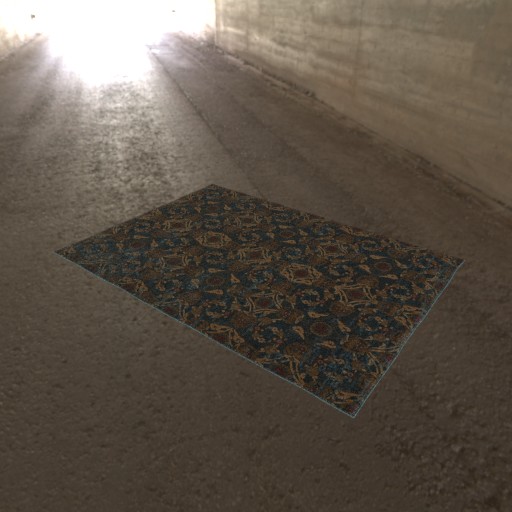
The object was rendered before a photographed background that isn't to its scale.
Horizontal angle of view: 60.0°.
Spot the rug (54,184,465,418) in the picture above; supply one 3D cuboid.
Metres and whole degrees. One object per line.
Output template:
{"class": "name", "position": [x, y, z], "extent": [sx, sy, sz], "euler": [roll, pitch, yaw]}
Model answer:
{"class": "rug", "position": [0.000, 0.000, 4.345], "extent": [3.291, 0.013, 2.337], "euler": [21, 37, 32]}
